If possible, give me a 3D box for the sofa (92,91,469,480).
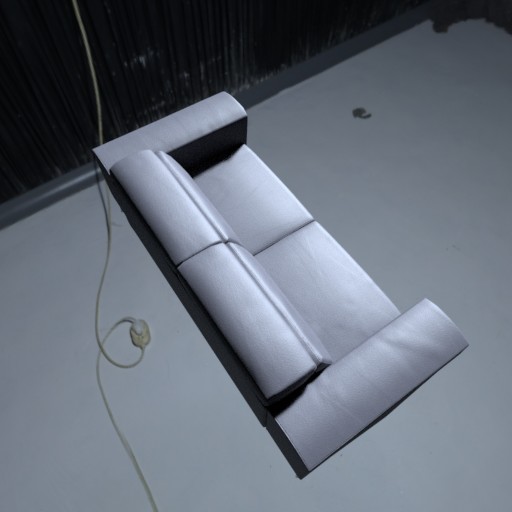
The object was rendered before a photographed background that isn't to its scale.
[{"bbox_3d":[0.000,0.000,2.755,1.048,0.814,2.330,-30,64,-17],"label":"sofa"}]
